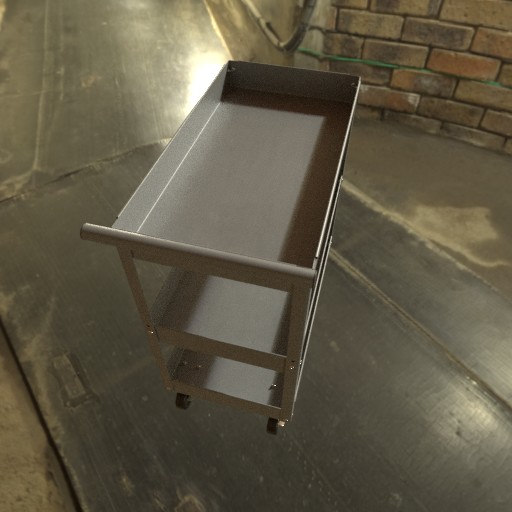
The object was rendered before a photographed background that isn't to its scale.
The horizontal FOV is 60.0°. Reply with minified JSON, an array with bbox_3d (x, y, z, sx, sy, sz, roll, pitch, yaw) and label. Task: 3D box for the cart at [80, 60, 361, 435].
[{"bbox_3d":[0.000,0.000,1.165,0.366,0.780,0.719,12,49,10],"label":"cart"}]
